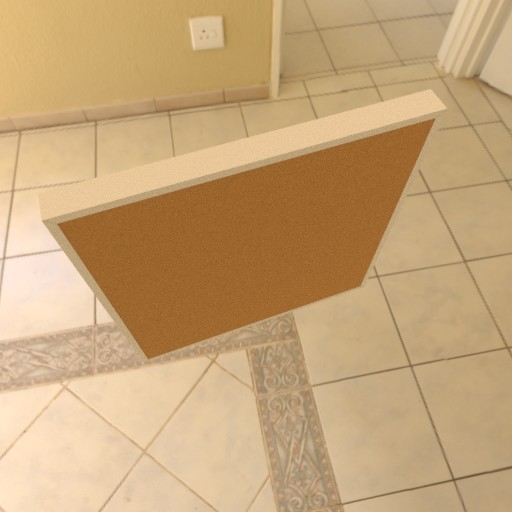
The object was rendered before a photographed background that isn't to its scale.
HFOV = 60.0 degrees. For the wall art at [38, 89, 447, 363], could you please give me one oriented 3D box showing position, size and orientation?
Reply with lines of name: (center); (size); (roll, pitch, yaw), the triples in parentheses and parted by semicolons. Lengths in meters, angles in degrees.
wall art: (0.000, 0.000, 0.450); (0.304, 0.304, 0.024); (-18, 61, -10)
